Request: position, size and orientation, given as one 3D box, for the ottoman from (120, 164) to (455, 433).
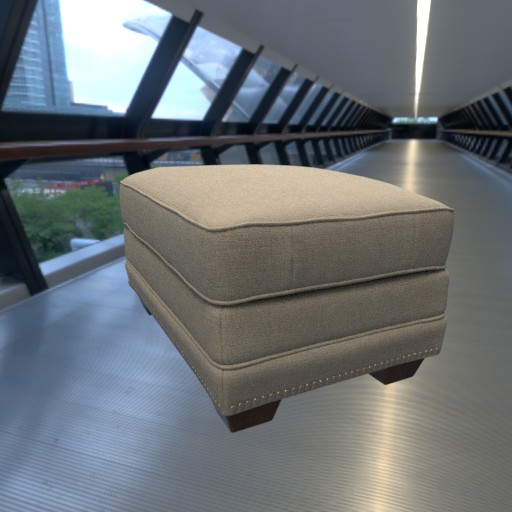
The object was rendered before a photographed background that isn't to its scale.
[{"bbox_3d":[0.000,0.000,1.159,0.559,0.458,0.813,-7,16,-26],"label":"ottoman"}]
